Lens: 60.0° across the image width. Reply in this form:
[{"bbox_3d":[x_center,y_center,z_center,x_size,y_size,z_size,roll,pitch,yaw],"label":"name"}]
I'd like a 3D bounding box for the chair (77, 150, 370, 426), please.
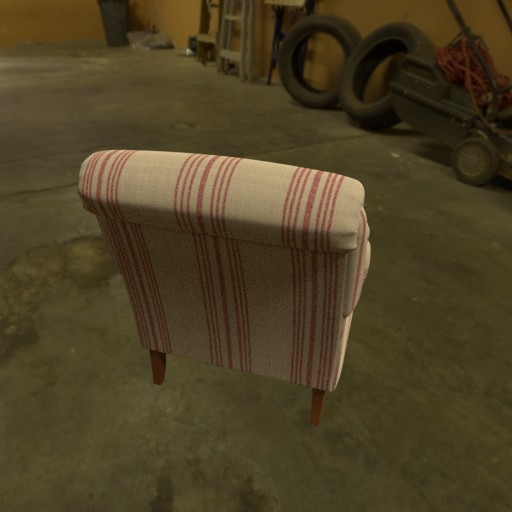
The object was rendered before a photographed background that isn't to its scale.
[{"bbox_3d":[0.000,0.000,1.903,0.933,1.123,1.058,9,32,15],"label":"chair"}]
